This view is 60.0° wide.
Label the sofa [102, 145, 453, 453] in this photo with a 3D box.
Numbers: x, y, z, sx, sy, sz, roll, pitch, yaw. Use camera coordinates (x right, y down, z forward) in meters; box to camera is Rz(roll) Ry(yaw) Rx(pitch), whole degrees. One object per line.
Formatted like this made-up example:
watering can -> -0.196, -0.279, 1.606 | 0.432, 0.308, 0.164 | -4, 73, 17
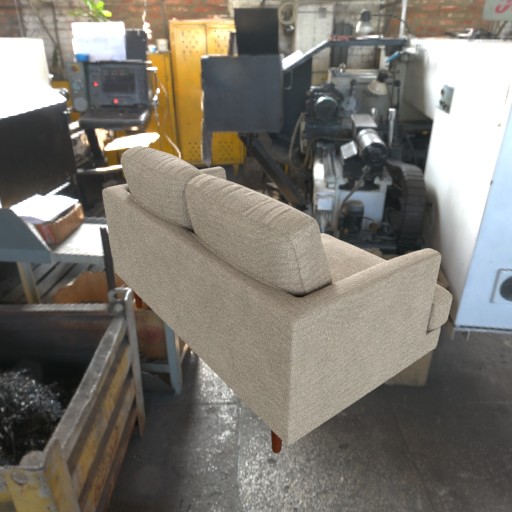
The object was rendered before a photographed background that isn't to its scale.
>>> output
sofa -> 0.000, 0.000, 2.152 | 0.903, 0.944, 1.582 | -19, 32, -33
